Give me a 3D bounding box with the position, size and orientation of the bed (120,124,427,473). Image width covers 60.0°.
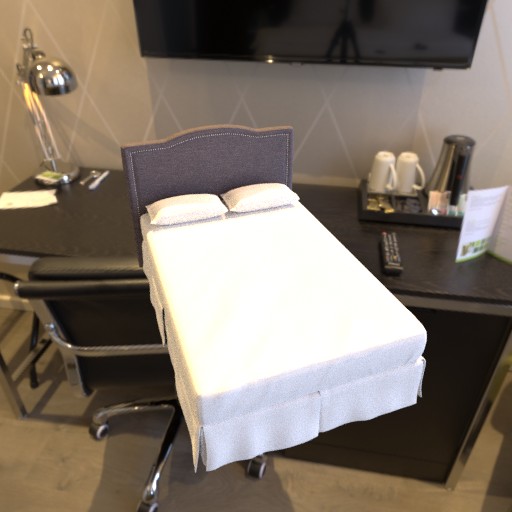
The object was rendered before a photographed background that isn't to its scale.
[{"bbox_3d":[0.000,0.000,3.603,1.741,1.441,2.507,-11,35,-17],"label":"bed"}]
